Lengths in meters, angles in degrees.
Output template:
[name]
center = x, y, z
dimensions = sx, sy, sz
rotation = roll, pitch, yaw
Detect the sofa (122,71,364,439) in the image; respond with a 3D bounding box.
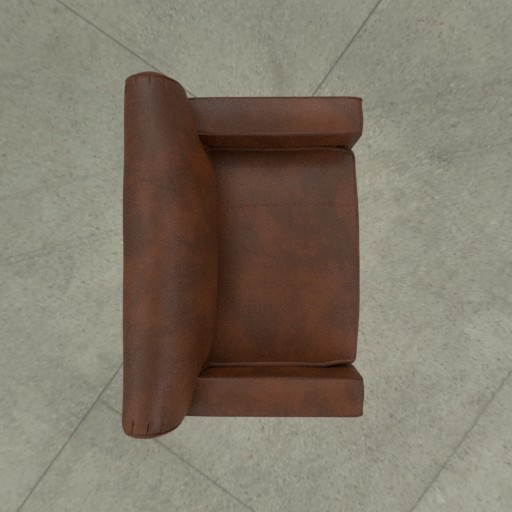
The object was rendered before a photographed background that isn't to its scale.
[sofa]
center = 0.000, 0.000, 2.057
dimensions = 1.000, 0.956, 1.413
rotation = 0, 89, 1
